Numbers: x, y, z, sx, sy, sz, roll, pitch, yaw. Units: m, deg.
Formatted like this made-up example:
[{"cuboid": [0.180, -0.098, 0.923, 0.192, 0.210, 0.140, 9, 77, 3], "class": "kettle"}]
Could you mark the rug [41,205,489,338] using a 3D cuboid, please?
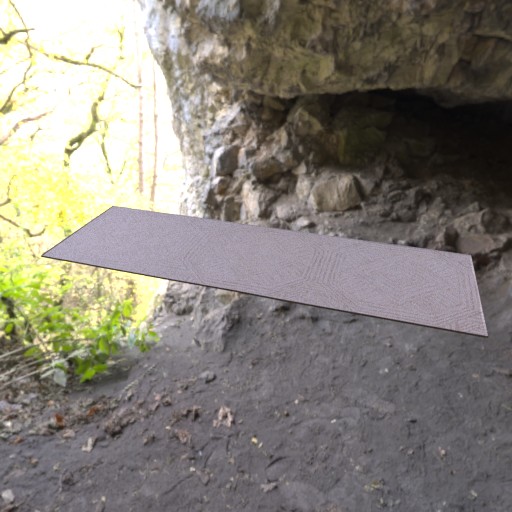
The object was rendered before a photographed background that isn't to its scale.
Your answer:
[{"cuboid": [0.000, 0.000, 2.643, 2.452, 0.012, 0.775, 9, 32, 15], "class": "rug"}]
